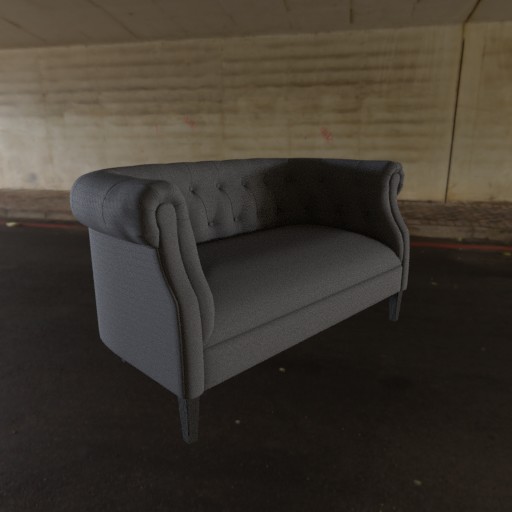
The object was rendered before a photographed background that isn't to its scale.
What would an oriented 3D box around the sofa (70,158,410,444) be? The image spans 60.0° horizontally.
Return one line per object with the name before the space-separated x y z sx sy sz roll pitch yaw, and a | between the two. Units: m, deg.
sofa | 0.000 0.000 2.026 0.835 0.827 1.558 15 21 43
